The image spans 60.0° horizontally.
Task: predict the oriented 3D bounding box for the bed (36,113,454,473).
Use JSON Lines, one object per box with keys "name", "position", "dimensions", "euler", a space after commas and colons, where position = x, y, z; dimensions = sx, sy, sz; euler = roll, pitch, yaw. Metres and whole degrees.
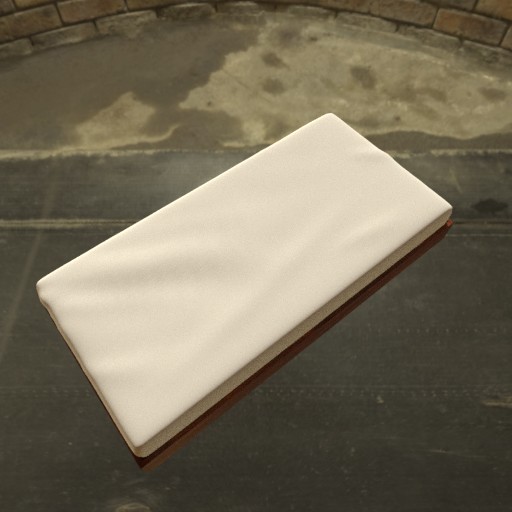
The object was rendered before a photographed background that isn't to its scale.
{"name": "bed", "position": [0.000, 0.000, 2.171], "dimensions": [1.860, 0.312, 0.940], "euler": [-34, 64, -19]}
